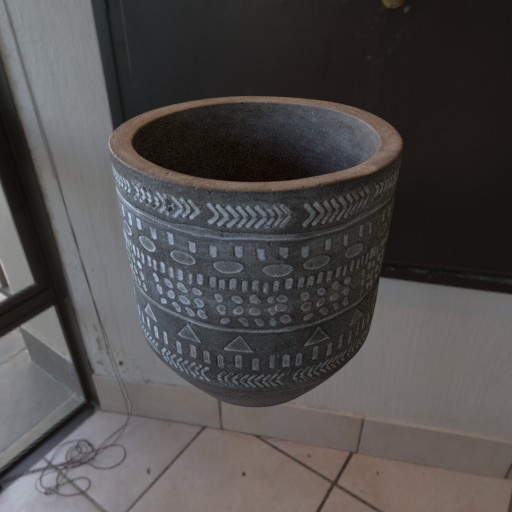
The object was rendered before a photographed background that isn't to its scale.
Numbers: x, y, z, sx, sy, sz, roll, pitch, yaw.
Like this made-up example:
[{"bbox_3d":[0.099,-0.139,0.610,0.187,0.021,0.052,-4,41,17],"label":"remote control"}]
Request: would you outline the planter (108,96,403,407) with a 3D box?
[{"bbox_3d":[0.000,0.000,0.259,0.142,0.149,0.142,0,33,0],"label":"planter"}]
